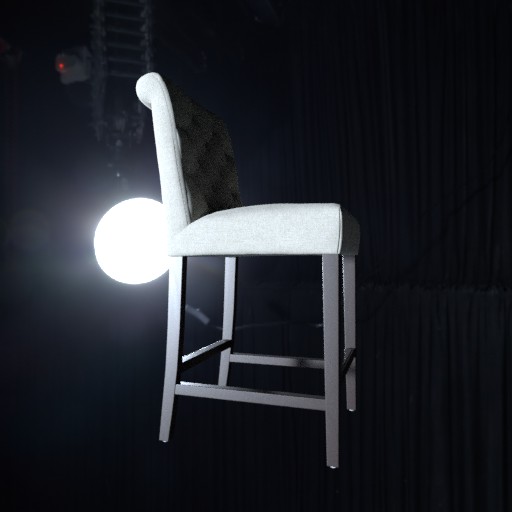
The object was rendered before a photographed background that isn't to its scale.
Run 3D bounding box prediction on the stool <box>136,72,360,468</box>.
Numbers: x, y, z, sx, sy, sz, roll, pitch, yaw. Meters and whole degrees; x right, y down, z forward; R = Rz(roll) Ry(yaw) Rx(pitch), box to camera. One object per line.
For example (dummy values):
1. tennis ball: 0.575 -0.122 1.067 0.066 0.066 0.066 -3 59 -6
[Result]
1. stool: 0.000 0.000 1.383 0.601 1.040 0.493 0 0 18
